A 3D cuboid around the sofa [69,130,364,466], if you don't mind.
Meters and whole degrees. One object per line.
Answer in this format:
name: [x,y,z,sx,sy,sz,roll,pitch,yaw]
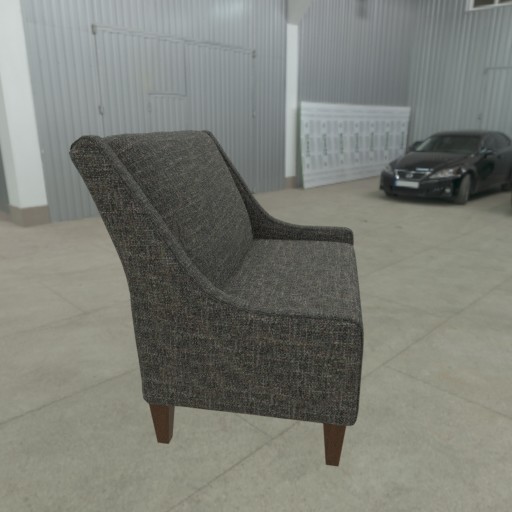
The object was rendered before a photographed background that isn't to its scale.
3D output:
sofa: [0.000,0.000,1.883,0.870,1.021,1.242,3,17,10]
